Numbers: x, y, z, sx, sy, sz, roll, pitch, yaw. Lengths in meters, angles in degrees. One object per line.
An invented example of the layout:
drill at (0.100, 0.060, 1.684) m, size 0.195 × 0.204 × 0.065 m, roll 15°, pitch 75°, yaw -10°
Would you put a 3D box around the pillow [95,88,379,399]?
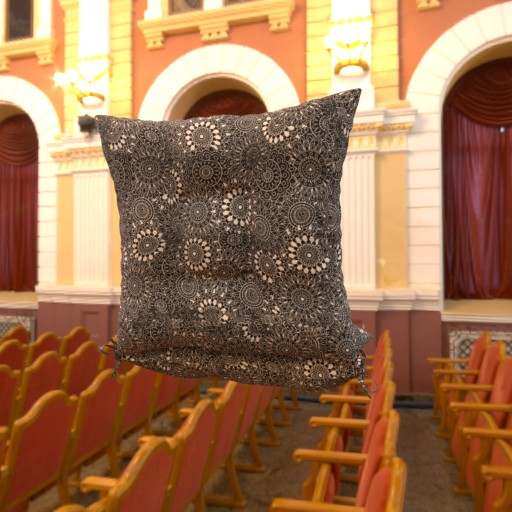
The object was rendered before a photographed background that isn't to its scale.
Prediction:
pillow at (0.000, 0.000, 1.014) m, size 0.541 × 0.536 × 0.585 m, roll 0°, pitch -2°, yaw 16°
